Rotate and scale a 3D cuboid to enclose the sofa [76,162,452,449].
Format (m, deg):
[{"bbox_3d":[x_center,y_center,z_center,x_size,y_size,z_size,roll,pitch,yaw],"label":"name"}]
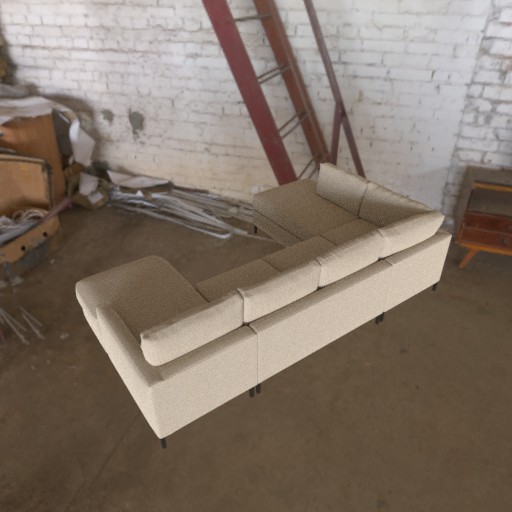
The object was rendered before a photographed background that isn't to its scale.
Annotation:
[{"bbox_3d":[0.000,0.000,3.993,2.984,0.862,1.989,-21,39,-29],"label":"sofa"}]
